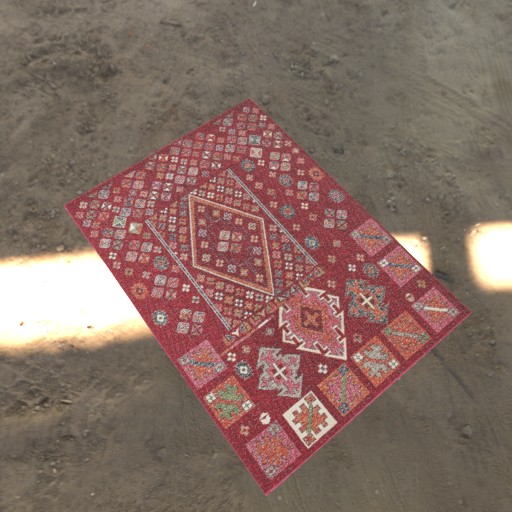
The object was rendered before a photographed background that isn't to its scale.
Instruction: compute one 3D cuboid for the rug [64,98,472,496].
[{"bbox_3d":[0.000,0.000,4.265,2.389,0.011,3.306,-35,69,-15],"label":"rug"}]
